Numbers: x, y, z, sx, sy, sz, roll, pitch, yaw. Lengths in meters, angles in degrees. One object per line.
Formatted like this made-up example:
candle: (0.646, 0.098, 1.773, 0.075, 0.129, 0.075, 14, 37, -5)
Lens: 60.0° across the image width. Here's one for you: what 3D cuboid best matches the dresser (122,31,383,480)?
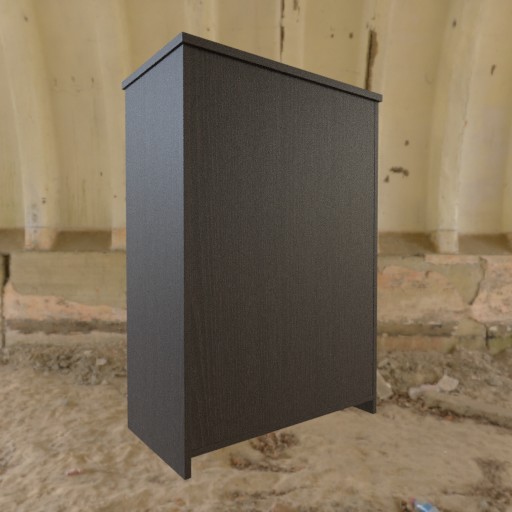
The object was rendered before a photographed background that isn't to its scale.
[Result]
dresser: (0.000, 0.000, 1.370, 0.704, 1.020, 0.399, -1, 2, -36)
